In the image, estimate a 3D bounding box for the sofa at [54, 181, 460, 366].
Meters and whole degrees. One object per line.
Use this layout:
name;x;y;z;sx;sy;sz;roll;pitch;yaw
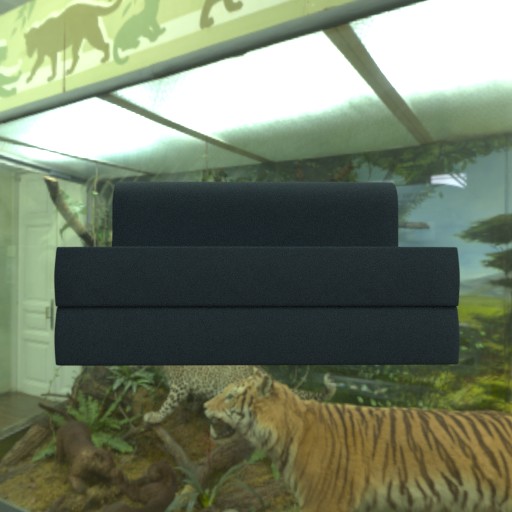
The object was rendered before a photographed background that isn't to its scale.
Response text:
sofa;0.000;0.000;1.690;1.219;0.660;0.762;0;-1;-1
